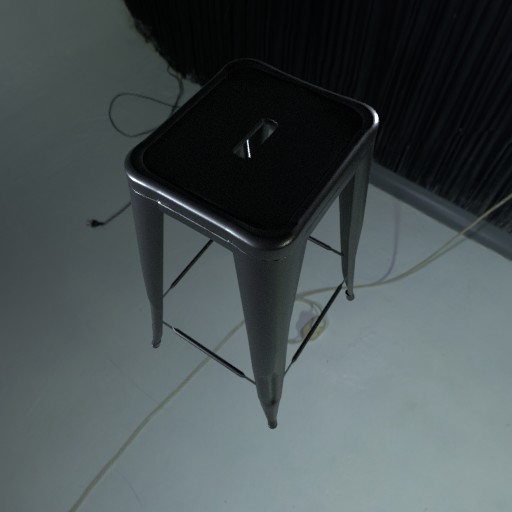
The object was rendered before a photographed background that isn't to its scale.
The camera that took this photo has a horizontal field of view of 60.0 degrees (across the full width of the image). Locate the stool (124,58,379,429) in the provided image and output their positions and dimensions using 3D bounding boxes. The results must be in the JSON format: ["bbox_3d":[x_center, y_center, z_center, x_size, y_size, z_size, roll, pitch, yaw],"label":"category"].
[{"bbox_3d":[0.000,0.000,0.853,0.359,0.609,0.399,29,62,17],"label":"stool"}]
